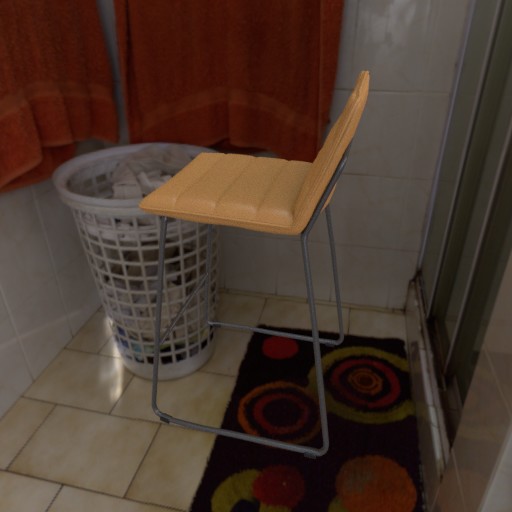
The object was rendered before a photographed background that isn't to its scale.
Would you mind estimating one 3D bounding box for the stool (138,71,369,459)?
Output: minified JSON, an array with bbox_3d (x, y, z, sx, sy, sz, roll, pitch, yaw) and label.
[{"bbox_3d":[0.000,0.000,1.228,0.524,0.936,0.489,7,31,13],"label":"stool"}]
